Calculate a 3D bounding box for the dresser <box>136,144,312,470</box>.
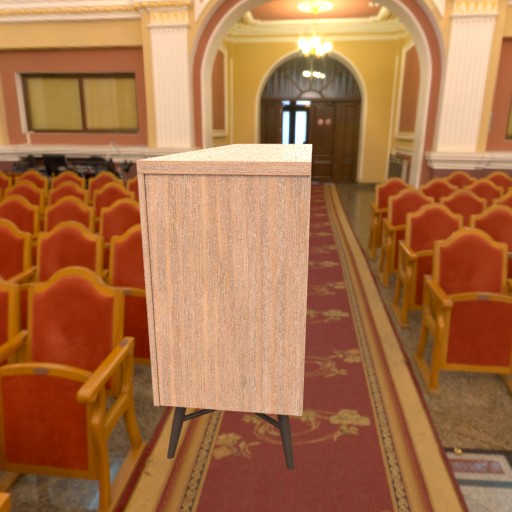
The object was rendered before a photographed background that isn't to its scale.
[{"bbox_3d":[0.000,0.000,1.950,0.457,0.914,1.524,2,16,7],"label":"dresser"}]
